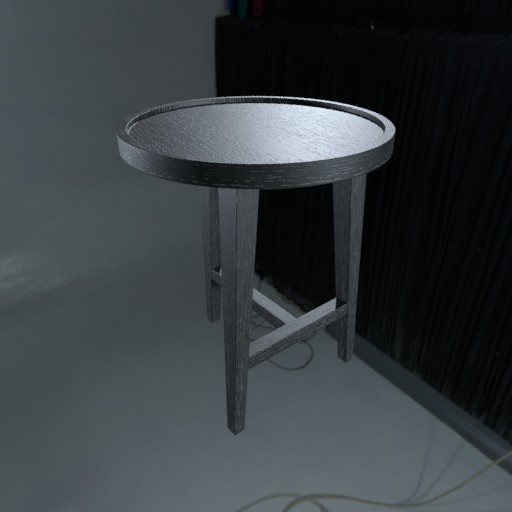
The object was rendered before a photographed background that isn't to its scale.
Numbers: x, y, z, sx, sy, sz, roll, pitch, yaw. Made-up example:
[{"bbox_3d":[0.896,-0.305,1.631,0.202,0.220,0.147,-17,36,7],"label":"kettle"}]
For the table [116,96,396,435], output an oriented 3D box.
[{"bbox_3d":[0.000,0.000,0.770,0.399,0.460,0.399,0,30,0],"label":"table"}]
